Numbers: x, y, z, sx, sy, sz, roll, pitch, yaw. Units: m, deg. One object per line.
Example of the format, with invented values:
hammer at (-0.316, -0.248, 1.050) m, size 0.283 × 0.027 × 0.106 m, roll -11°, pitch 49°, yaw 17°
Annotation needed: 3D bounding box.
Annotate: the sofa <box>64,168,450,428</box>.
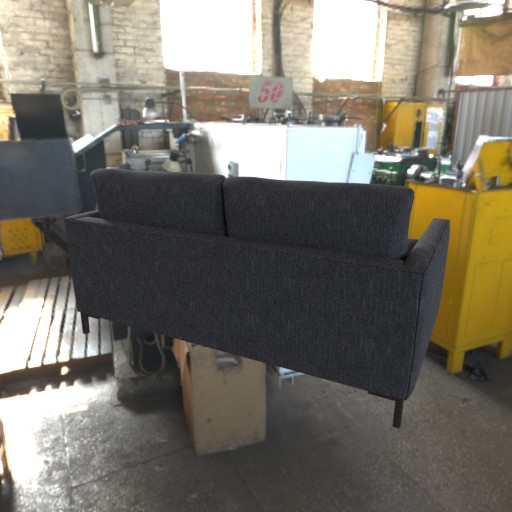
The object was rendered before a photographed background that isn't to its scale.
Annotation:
sofa at (0.000, 0.000, 2.214) m, size 1.716 × 0.862 × 0.866 m, roll 9°, pitch 19°, yaw 26°
